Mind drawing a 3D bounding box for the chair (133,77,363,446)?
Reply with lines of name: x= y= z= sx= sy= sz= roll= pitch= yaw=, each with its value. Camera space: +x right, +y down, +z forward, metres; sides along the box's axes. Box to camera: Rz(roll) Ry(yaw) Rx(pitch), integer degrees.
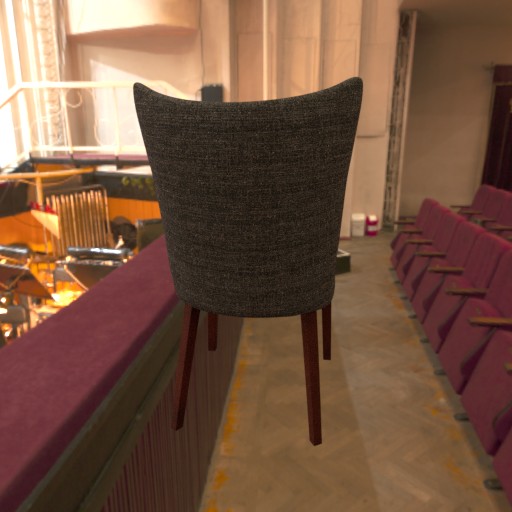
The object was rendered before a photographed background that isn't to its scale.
chair: x=0.000 y=0.000 z=1.293 sx=0.535 sy=0.924 sz=0.623 roll=2 pitch=15 yaw=9
